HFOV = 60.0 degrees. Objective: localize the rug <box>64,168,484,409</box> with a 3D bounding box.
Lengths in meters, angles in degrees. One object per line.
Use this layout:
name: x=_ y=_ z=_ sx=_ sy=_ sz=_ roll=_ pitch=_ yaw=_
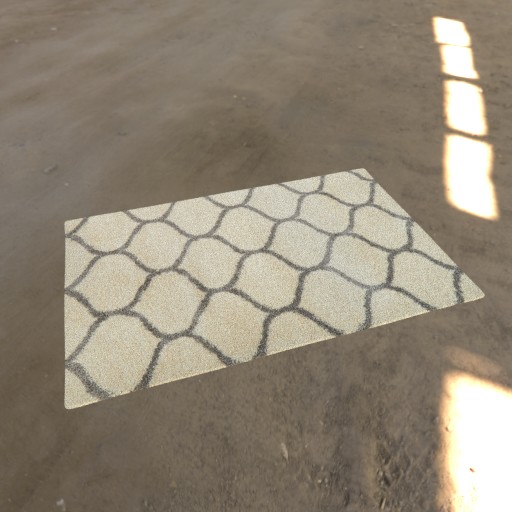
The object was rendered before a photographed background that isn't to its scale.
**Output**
rug: x=0.000 y=0.000 z=2.857 sx=2.348 sy=0.024 sz=1.501 roll=-12 pitch=43 yaw=-13
